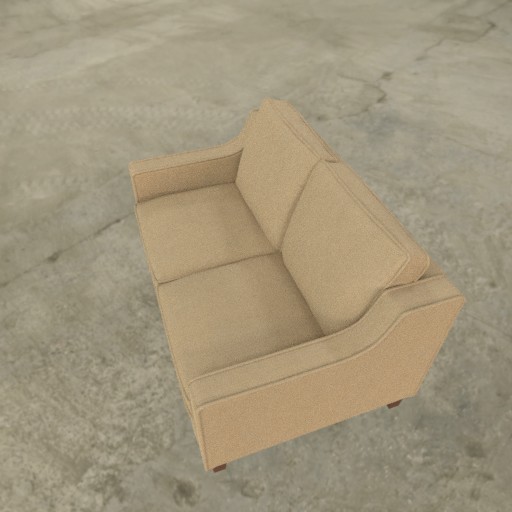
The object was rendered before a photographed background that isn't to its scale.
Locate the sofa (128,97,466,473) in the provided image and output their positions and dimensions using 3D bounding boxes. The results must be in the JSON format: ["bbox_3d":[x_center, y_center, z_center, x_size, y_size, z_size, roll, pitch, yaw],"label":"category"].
[{"bbox_3d":[0.000,0.000,2.112,0.987,0.971,1.501,-14,46,-14],"label":"sofa"}]
